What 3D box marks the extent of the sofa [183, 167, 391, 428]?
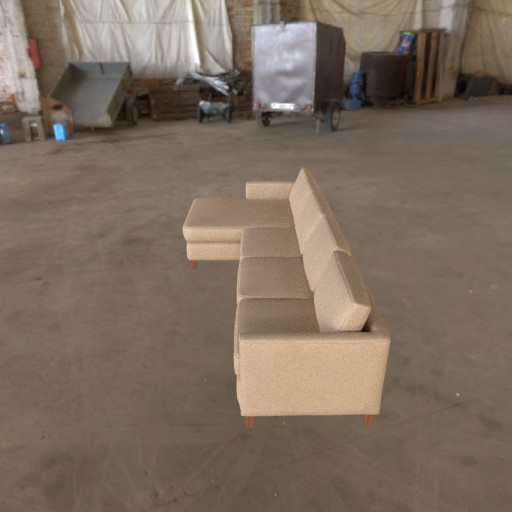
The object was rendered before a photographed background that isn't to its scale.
[{"bbox_3d":[0.000,0.000,3.956,1.502,0.876,3.201,0,25,0],"label":"sofa"}]
